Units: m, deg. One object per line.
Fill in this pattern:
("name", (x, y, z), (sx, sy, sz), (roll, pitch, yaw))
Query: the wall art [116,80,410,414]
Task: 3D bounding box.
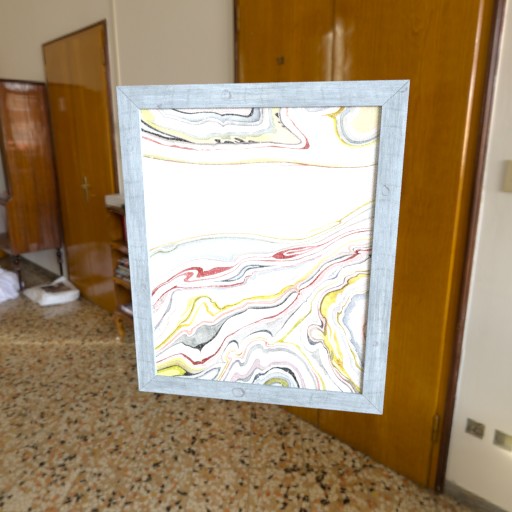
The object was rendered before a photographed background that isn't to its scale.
("wall art", (0.000, 0.000, 0.798), (0.479, 0.582, 0.022), (2, 15, 9))
